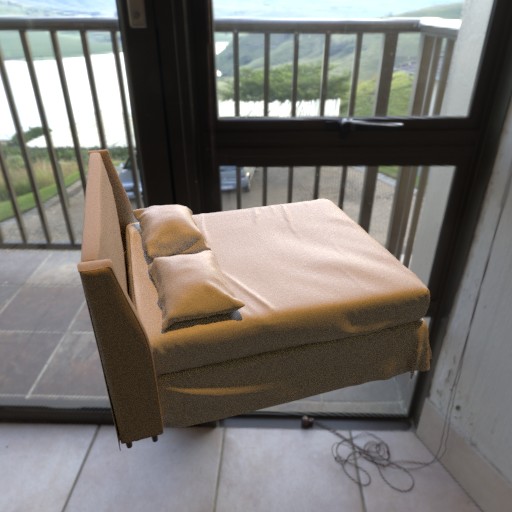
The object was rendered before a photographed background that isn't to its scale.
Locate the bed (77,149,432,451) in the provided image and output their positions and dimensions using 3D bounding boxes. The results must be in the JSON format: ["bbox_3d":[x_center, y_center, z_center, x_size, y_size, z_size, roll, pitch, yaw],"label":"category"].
[{"bbox_3d":[0.000,0.000,3.389,2.276,1.332,1.925,-9,32,-14],"label":"bed"}]
